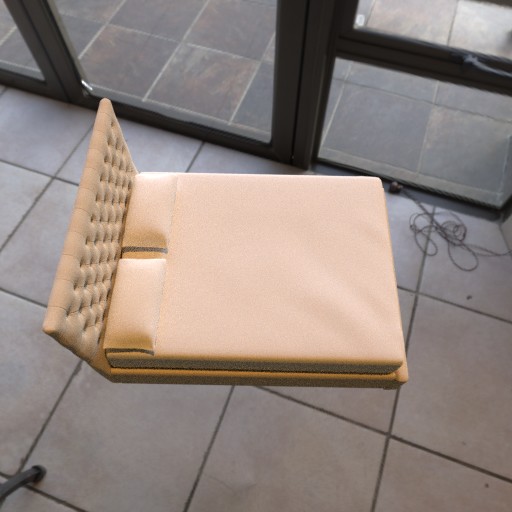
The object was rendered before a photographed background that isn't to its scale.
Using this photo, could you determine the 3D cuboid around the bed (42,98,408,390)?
[{"bbox_3d":[0.000,0.000,3.300,2.233,1.426,1.696,1,63,1],"label":"bed"}]
